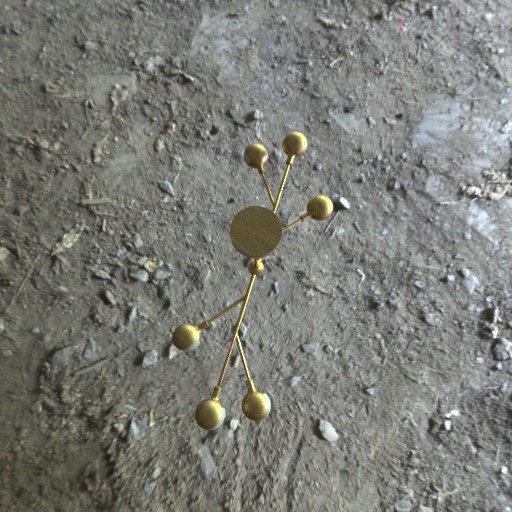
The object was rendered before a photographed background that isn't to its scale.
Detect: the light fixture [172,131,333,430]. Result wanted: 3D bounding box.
[{"bbox_3d":[0.000,0.000,1.022,0.434,0.362,0.778,32,77,8],"label":"light fixture"}]
